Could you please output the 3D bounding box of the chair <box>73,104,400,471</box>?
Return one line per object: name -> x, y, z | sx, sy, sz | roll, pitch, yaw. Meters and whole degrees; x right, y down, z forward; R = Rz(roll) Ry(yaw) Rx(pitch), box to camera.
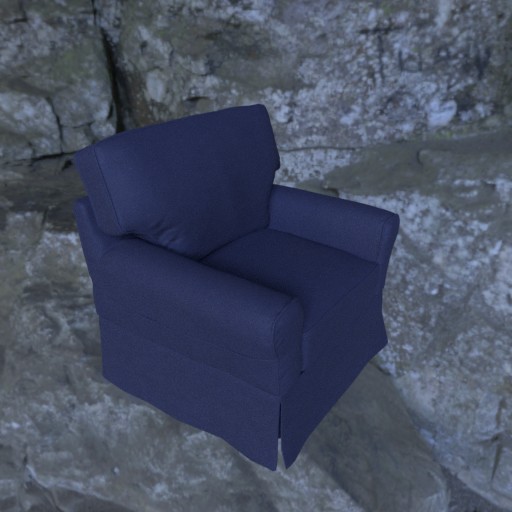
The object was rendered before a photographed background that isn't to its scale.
chair -> 0.000, 0.000, 1.948 | 1.002, 1.140, 1.119 | 18, 33, 31
